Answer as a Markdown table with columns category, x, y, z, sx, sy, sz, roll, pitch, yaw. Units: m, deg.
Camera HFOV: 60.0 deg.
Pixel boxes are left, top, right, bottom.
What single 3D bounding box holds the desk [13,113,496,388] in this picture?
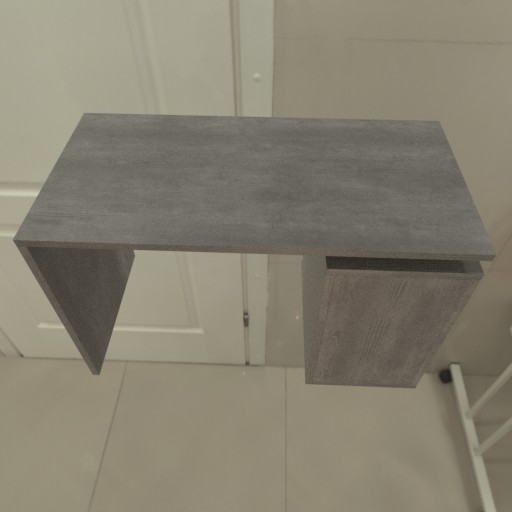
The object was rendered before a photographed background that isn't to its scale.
| category | x | y | z | sx | sy | sz | roll | pitch | yaw |
| --- | --- | --- | --- | --- | --- | --- | --- | --- | --- |
| desk | 0.000 | 0.000 | 1.573 | 1.200 | 0.740 | 0.600 | 2 | 48 | 2 |
